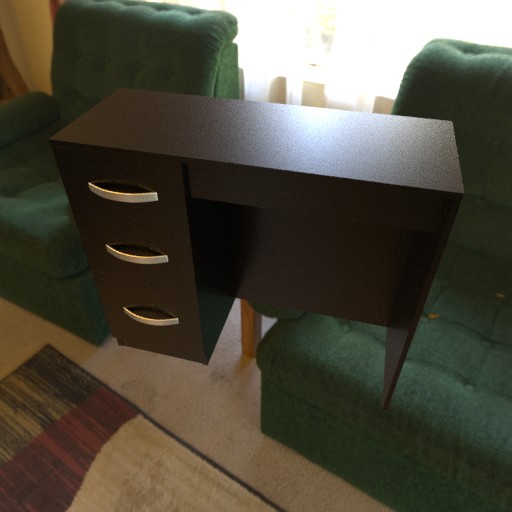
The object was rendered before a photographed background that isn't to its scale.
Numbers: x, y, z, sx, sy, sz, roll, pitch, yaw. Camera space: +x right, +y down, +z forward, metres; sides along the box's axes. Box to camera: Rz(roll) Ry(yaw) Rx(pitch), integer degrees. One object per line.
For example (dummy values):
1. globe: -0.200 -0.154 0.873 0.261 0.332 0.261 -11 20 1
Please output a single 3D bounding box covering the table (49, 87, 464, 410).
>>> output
1. table: 0.000 0.000 1.334 0.930 0.790 0.380 10 41 11
